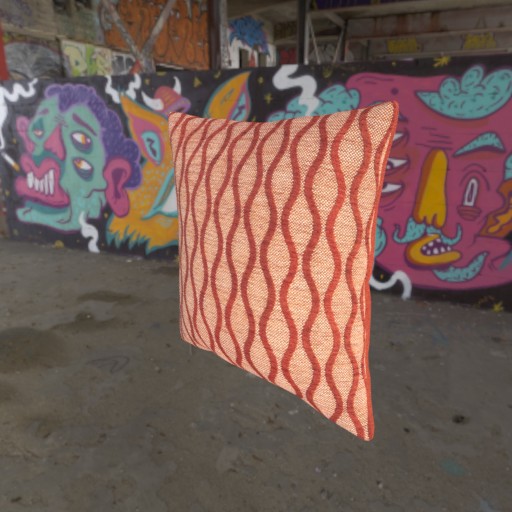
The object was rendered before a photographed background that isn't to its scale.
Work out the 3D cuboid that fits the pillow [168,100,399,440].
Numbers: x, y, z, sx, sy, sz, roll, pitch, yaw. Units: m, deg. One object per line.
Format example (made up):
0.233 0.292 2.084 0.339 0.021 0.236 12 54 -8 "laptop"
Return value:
0.000 0.000 0.676 0.429 0.434 0.159 15 22 42 "pillow"
